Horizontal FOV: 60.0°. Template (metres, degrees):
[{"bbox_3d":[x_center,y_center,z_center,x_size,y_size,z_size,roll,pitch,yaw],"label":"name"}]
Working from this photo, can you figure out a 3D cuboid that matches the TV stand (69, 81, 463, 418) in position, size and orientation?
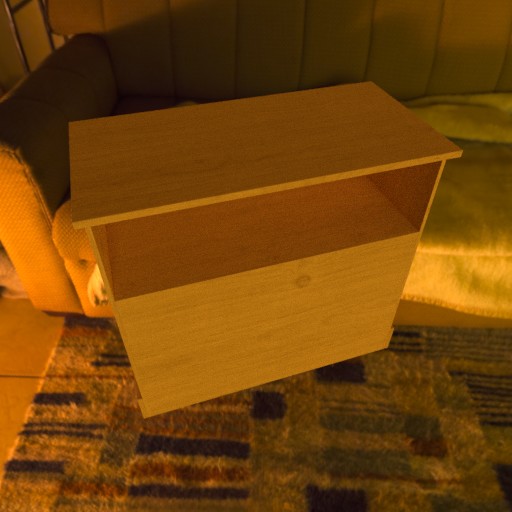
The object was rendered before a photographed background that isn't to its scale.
[{"bbox_3d":[0.000,0.000,1.328,0.851,0.787,0.430,-12,44,-13],"label":"TV stand"}]
